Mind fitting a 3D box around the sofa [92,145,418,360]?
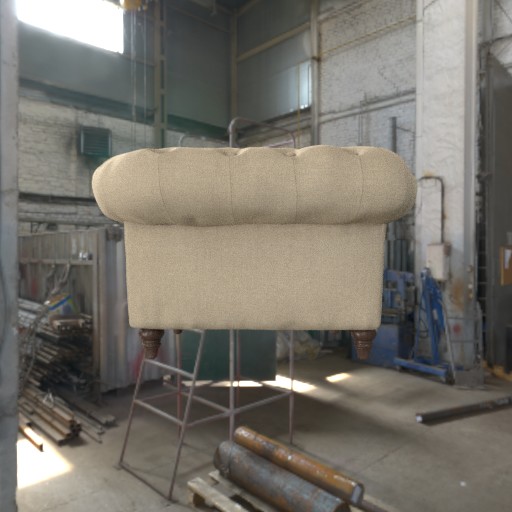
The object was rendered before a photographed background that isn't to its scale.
[{"bbox_3d":[0.000,0.000,2.065,1.405,0.878,1.034,0,0,1],"label":"sofa"}]
